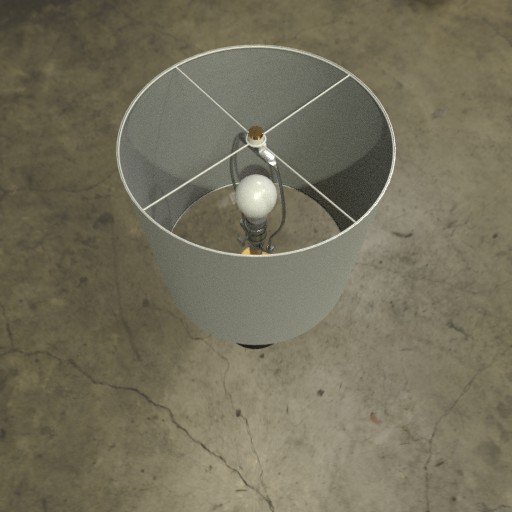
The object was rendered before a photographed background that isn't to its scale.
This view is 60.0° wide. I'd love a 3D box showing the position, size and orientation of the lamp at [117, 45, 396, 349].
[{"bbox_3d":[0.000,0.000,0.744,0.308,0.580,0.308,-37,68,-18],"label":"lamp"}]
